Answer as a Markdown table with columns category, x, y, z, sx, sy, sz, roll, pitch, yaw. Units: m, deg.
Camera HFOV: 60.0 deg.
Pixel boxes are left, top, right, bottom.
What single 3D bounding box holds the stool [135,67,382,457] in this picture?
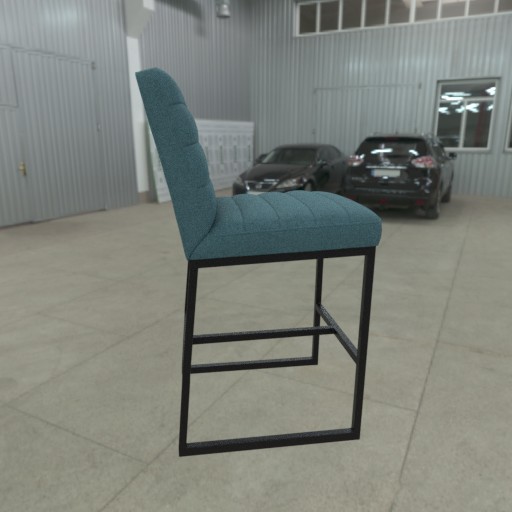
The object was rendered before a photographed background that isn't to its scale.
| category | x | y | z | sx | sy | sz | roll | pitch | yaw |
| --- | --- | --- | --- | --- | --- | --- | --- | --- | --- |
| stool | 0.000 | 0.000 | 1.262 | 0.560 | 0.940 | 0.460 | -2 | 15 | -8 |
